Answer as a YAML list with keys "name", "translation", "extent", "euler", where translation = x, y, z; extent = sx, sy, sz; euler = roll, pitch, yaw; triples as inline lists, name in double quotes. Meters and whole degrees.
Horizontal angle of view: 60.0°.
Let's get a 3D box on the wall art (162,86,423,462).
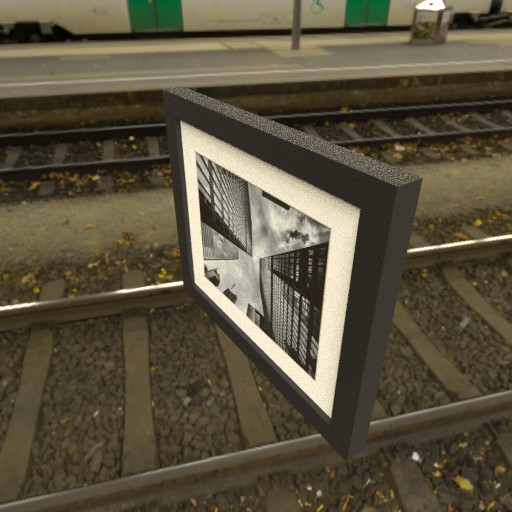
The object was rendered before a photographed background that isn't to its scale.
- name: "wall art"
  translation: [0.000, 0.000, 0.531]
  extent: [0.028, 0.321, 0.381]
  euler: [-21, 38, -29]
